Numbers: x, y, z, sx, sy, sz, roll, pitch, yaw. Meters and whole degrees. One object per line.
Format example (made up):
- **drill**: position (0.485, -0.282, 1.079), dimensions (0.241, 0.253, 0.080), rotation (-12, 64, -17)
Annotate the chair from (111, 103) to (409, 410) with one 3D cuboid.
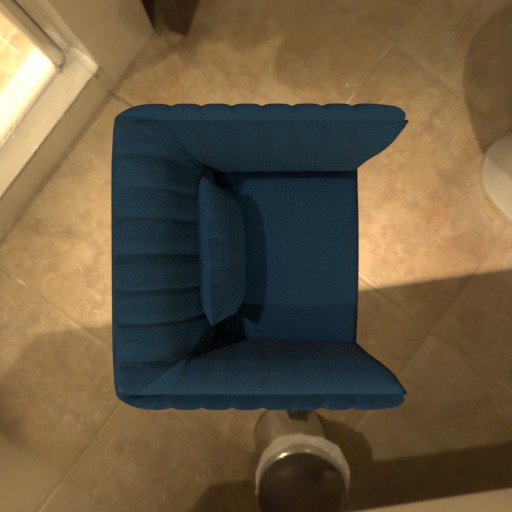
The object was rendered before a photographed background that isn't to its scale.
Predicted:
- **chair**: position (0.000, 0.000, 1.636), dimensions (0.877, 0.793, 0.947), rotation (0, 91, -1)
